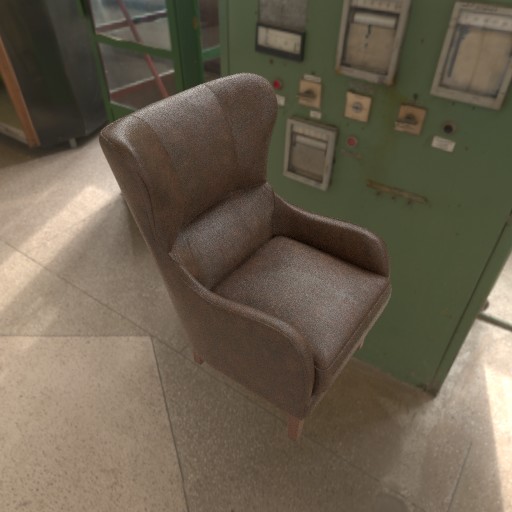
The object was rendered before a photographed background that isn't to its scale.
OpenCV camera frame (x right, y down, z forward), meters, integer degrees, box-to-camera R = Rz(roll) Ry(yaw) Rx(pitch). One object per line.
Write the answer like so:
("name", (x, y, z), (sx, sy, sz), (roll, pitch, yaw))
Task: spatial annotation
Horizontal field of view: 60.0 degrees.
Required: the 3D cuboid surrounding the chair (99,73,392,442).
("chair", (0.000, 0.000, 1.632), (0.914, 1.048, 0.692), (26, 47, 27))
